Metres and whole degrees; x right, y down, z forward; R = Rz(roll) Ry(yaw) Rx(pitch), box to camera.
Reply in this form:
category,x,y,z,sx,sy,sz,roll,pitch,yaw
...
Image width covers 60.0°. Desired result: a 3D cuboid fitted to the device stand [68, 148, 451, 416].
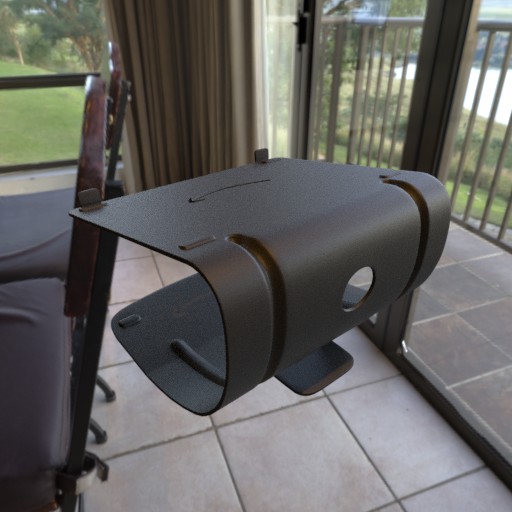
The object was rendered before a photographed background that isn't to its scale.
category,x,y,z,sx,sy,sz,roll,pitch,yaw
device stand,0.000,0.000,0.412,0.256,0.155,0.236,-22,36,-33
